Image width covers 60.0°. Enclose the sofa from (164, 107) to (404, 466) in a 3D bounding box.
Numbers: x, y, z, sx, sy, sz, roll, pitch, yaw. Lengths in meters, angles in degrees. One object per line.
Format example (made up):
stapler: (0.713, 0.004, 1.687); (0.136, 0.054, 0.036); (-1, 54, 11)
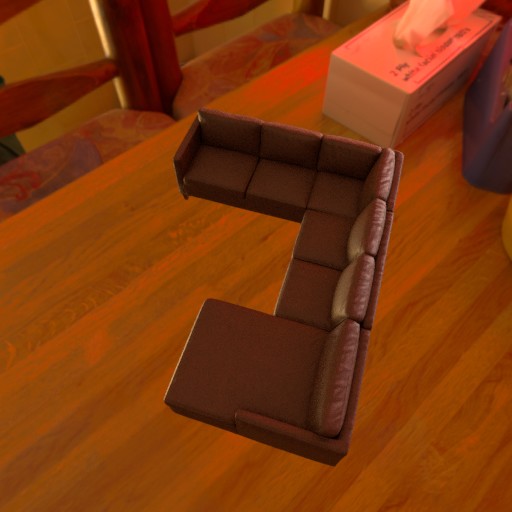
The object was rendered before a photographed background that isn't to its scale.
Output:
sofa: (0.000, 0.000, 4.726); (2.593, 0.923, 3.460); (15, 59, 9)
